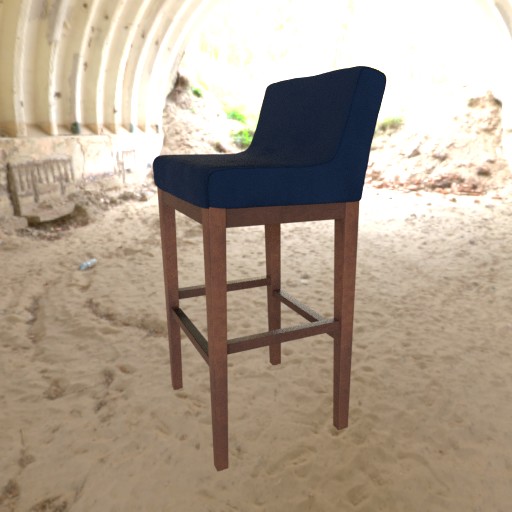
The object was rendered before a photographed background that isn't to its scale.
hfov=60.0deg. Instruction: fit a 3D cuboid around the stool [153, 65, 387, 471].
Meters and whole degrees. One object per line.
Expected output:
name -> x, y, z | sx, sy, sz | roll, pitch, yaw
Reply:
stool -> 0.000, 0.000, 1.340 | 0.500, 1.037, 0.511 | -7, 18, -25
